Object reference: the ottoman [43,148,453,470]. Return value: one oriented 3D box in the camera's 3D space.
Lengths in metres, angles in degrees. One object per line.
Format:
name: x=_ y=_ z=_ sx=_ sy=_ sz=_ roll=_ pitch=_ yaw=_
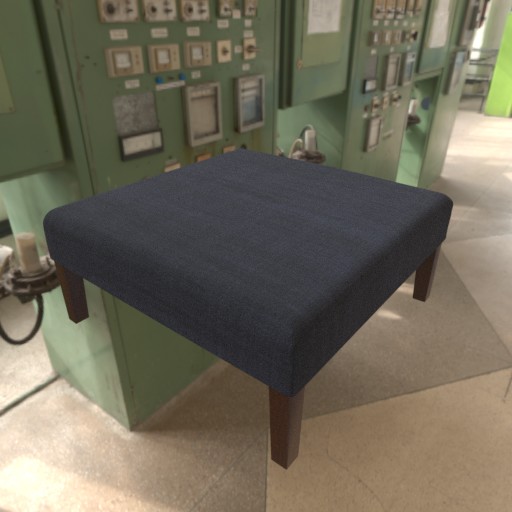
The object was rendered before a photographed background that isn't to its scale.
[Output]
ottoman: x=0.000 y=0.000 z=1.405 sx=0.890 sy=0.411 sz=0.889 roll=21 pitch=35 yaw=33
